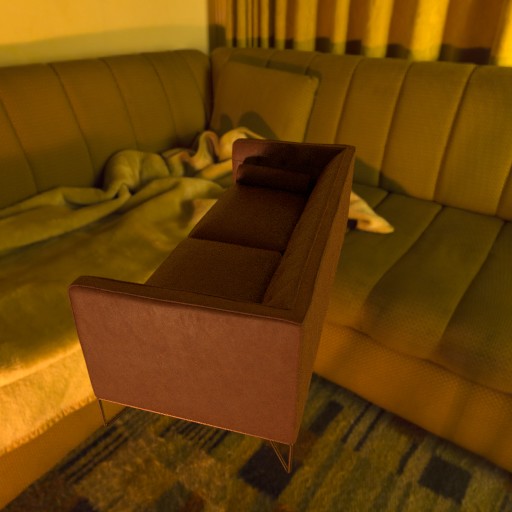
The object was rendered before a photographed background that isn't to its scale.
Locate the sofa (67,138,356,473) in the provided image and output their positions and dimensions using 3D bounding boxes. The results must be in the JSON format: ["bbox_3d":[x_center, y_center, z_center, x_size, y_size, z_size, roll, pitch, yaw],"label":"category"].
[{"bbox_3d":[0.000,0.000,2.572,0.912,0.798,2.079,8,31,13],"label":"sofa"}]
